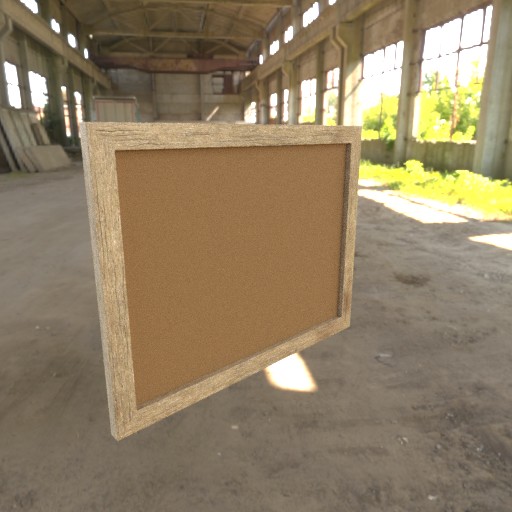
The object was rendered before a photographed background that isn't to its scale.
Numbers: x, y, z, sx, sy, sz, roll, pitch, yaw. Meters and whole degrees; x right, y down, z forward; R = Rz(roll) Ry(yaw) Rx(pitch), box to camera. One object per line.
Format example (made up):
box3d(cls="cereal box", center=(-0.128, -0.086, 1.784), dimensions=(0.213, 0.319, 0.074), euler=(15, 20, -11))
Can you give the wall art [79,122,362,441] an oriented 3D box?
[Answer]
box3d(cls="wall art", center=(0.000, 0.000, 0.940), dimensions=(0.690, 0.535, 0.026), euler=(-14, 21, -41))
